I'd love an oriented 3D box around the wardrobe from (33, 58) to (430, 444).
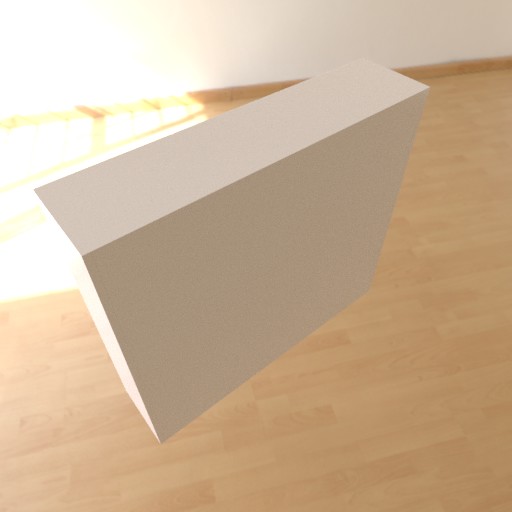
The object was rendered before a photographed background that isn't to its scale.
[{"bbox_3d":[0.000,0.000,1.859,1.340,1.200,0.360,-31,54,-25],"label":"wardrobe"}]
